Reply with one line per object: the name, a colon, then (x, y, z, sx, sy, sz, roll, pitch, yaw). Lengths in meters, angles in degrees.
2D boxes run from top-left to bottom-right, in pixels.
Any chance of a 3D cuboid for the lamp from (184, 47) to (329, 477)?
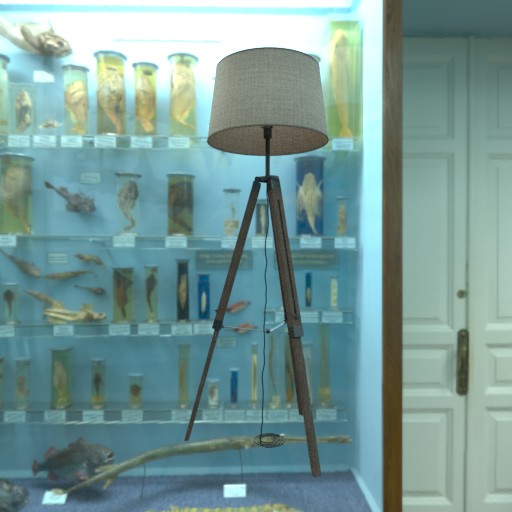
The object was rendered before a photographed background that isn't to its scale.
lamp: (0.000, 0.000, 1.811, 0.587, 1.510, 0.604, 0, 0, 0)
